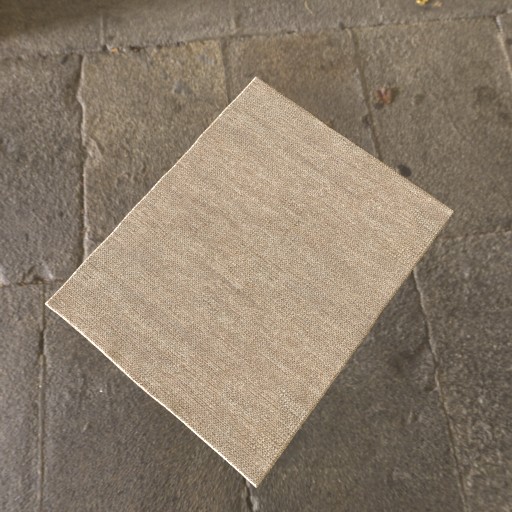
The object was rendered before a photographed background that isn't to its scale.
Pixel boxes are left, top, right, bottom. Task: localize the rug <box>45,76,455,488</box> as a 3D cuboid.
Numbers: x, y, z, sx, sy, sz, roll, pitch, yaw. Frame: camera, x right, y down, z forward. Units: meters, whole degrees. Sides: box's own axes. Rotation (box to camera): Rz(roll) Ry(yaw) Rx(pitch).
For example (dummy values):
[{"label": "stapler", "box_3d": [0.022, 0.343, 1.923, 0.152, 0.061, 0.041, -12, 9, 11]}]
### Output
[{"label": "rug", "box_3d": [0.000, 0.000, 4.093, 2.429, 0.030, 3.052, 37, 78, 9]}]
